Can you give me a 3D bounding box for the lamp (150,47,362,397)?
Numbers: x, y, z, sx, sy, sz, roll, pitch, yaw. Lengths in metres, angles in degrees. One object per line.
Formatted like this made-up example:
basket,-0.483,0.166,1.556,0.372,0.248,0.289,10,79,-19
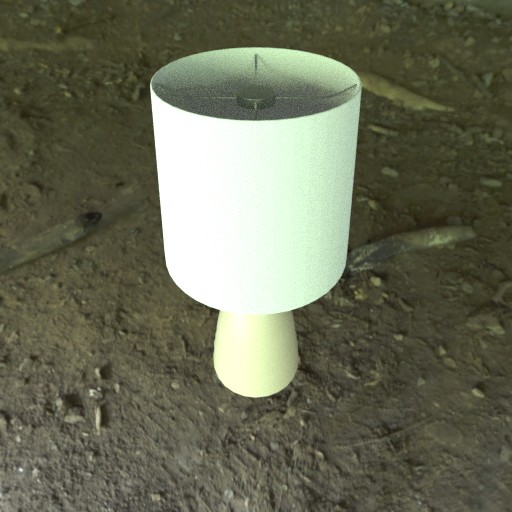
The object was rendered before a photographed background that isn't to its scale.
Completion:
lamp,0.000,0.000,0.469,0.186,0.369,0.186,0,41,0
